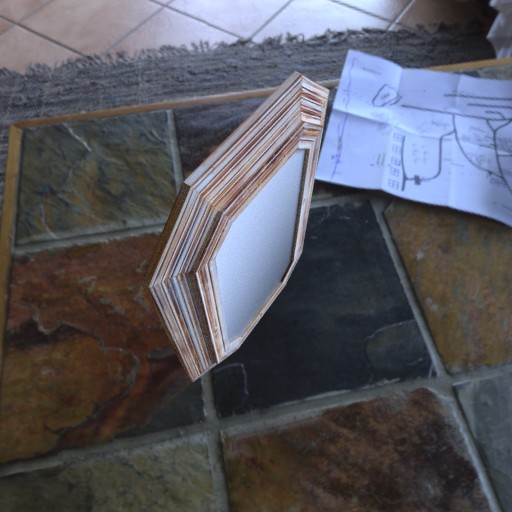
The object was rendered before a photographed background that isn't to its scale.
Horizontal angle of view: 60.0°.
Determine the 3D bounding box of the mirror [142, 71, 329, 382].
[{"bbox_3d":[0.000,0.000,1.329,0.061,1.015,0.709,31,64,17],"label":"mirror"}]
